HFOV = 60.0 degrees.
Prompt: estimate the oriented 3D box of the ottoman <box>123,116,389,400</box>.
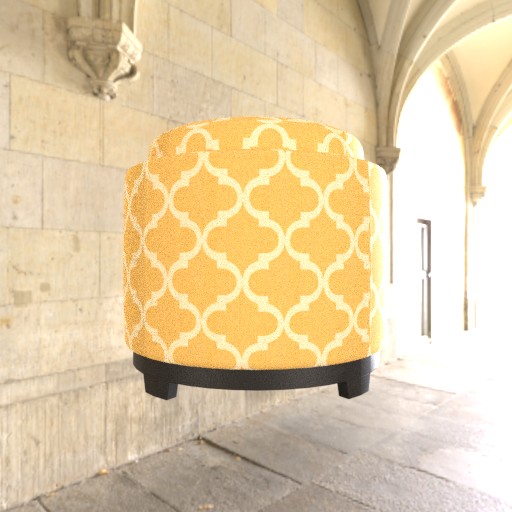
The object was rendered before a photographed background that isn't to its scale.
[{"bbox_3d":[0.000,0.000,0.836,0.480,0.429,0.480,0,0,0],"label":"ottoman"}]
